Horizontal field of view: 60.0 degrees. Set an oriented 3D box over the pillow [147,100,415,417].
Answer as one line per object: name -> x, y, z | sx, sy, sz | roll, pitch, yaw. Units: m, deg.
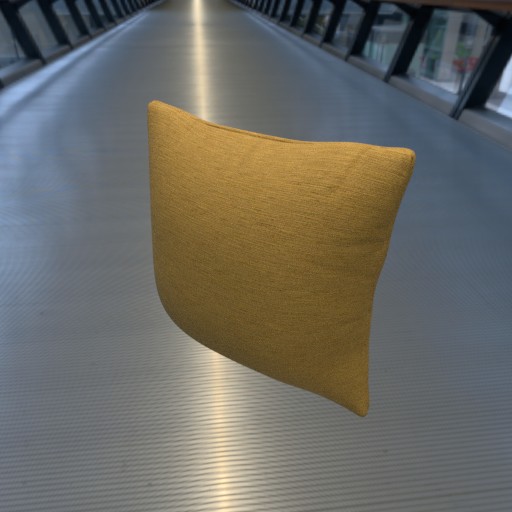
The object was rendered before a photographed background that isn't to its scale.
pillow -> 0.000, 0.000, 0.692 | 0.435, 0.417, 0.247 | 22, 37, 32
